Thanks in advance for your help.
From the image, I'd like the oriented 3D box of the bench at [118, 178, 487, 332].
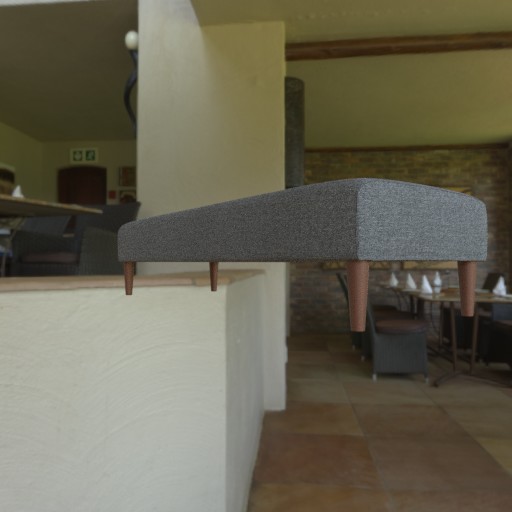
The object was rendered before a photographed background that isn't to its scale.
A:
[{"bbox_3d":[0.000,0.000,1.818,0.631,0.384,1.598,1,-1,-37],"label":"bench"}]
